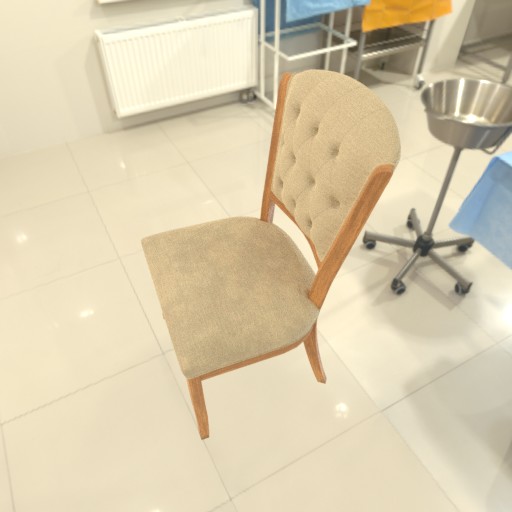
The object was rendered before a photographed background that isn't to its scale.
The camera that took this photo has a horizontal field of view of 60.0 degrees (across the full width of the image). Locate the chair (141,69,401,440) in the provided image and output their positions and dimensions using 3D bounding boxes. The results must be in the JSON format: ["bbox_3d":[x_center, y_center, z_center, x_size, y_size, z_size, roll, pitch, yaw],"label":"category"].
[{"bbox_3d":[0.000,0.000,1.266,0.584,0.905,0.513,-16,48,-15],"label":"chair"}]
